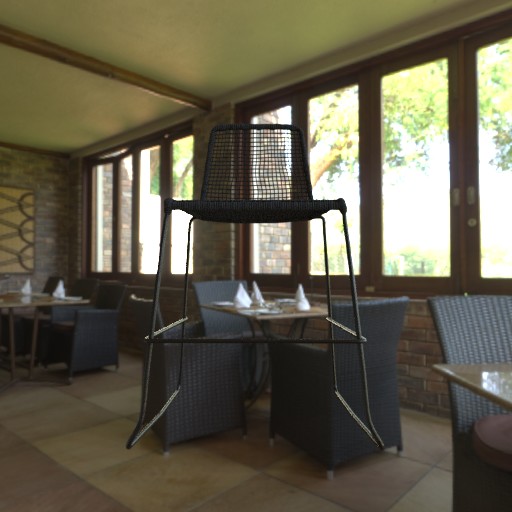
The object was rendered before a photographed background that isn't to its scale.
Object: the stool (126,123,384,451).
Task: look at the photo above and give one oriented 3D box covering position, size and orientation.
[{"bbox_3d":[0.000,0.000,1.257,0.590,0.905,0.509,0,-1,1],"label":"stool"}]
